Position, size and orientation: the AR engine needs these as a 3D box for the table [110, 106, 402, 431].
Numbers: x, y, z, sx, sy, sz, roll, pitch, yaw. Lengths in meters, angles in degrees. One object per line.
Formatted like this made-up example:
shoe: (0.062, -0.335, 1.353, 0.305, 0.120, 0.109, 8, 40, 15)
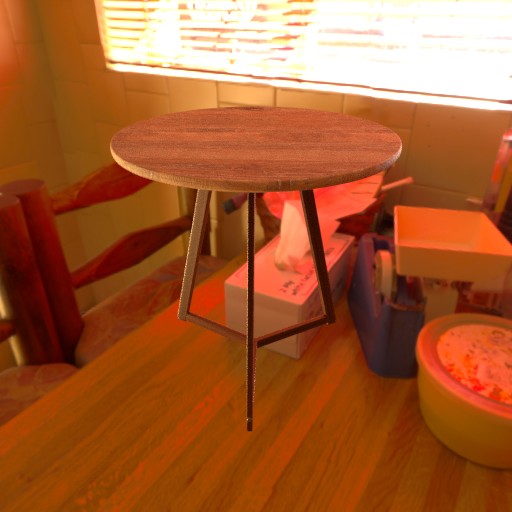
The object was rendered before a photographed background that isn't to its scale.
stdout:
table: (0.000, 0.000, 0.910, 0.500, 0.500, 0.500, 0, 29, 0)
